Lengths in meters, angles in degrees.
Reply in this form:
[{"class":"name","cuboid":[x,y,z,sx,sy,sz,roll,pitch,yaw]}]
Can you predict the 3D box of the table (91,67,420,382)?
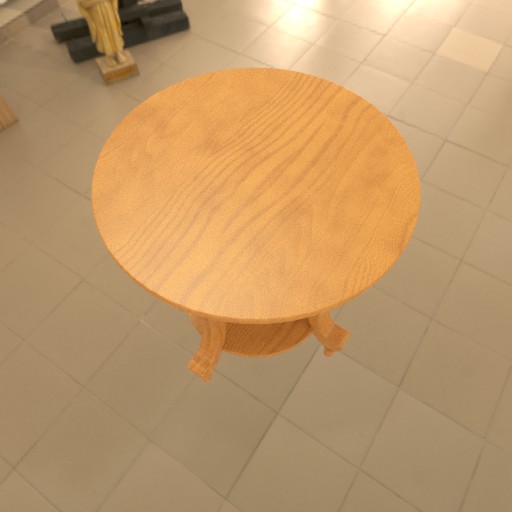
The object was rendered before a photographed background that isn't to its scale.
[{"class":"table","cuboid":[0.000,0.000,1.077,0.597,0.612,0.597,0,59,0]}]
